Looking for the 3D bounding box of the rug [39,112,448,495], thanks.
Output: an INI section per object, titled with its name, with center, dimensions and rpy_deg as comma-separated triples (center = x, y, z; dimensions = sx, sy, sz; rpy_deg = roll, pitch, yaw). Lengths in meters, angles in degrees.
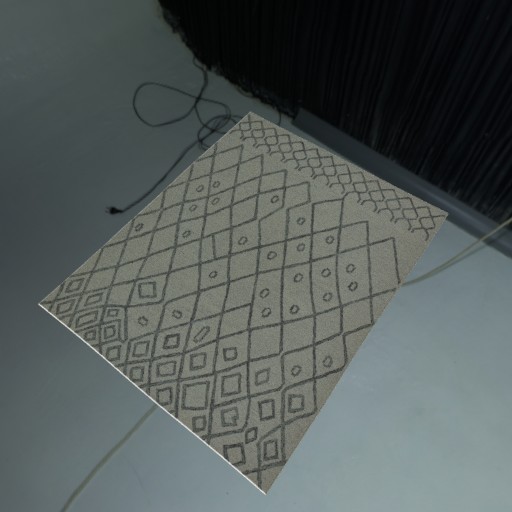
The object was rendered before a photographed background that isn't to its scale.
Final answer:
[rug]
center = 0.000, 0.000, 4.101
dimensions = 2.446, 0.015, 3.046
rpy_deg = 33, 64, 18
